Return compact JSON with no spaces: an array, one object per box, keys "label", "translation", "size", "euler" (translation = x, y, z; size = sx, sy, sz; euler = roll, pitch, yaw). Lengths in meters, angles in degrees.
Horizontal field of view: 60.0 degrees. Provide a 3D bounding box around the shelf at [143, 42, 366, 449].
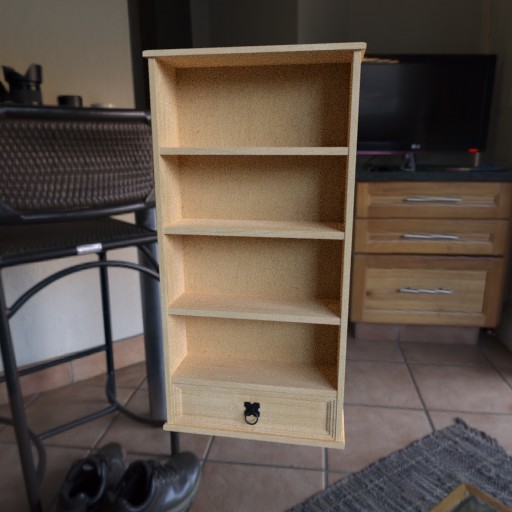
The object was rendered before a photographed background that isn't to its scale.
[{"label":"shelf","translation":[0.000,0.000,1.218],"size":[0.520,1.030,0.175],"euler":[2,14,9]}]
